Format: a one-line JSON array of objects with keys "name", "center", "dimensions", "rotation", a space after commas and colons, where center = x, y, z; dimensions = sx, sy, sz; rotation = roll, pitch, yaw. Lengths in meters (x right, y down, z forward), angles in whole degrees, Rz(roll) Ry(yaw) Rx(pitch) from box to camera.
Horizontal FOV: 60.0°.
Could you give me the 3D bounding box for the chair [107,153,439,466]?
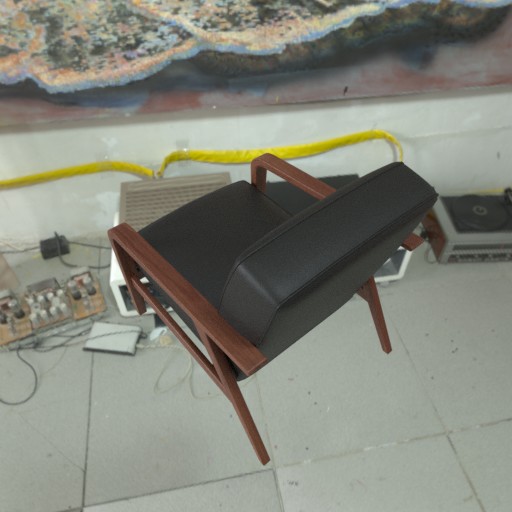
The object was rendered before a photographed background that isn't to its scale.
[{"name": "chair", "center": [0.000, 0.000, 1.551], "dimensions": [0.719, 0.861, 0.889], "rotation": [-32, 54, -26]}]
